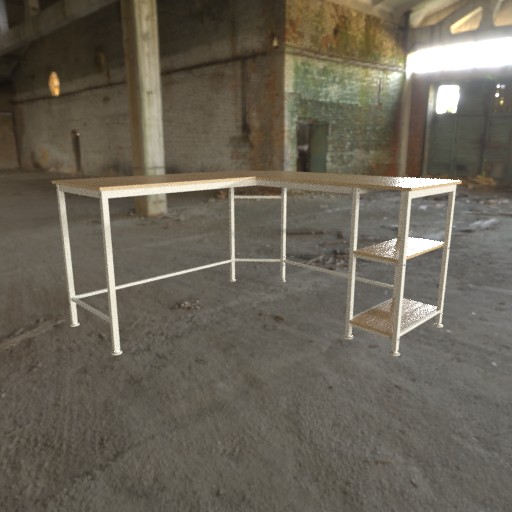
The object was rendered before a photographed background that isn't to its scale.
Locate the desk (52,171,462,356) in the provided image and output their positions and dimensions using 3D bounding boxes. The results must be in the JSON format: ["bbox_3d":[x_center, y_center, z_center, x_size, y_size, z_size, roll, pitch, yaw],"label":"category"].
[{"bbox_3d":[0.000,0.000,2.198,1.379,0.739,1.379,-14,19,-43],"label":"desk"}]
